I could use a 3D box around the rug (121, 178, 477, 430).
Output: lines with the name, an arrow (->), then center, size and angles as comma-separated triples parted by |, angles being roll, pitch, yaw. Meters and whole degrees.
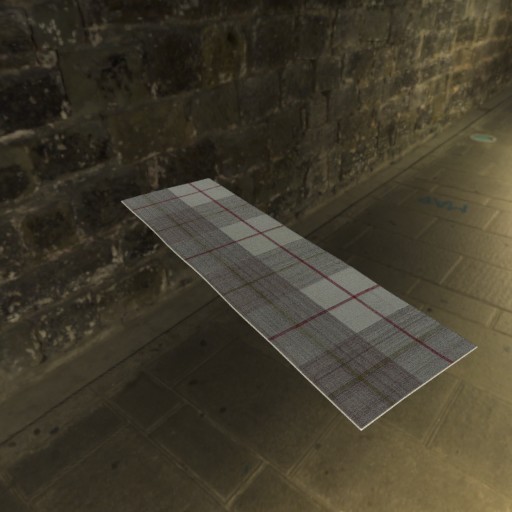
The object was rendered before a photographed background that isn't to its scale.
rug -> 0.000, 0.000, 2.686 | 0.762, 0.013, 2.439 | -21, 38, -29
